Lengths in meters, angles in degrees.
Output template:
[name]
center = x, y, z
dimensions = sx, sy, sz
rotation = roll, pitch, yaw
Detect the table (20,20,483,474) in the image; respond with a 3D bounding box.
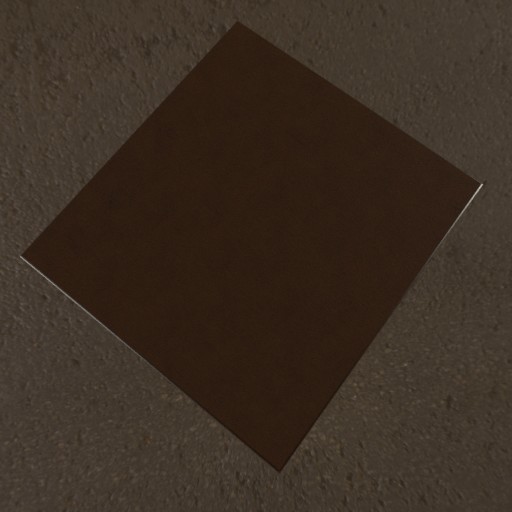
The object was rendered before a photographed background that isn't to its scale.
[table]
center = 0.000, 0.000, 1.043
dimensions = 0.560, 0.562, 0.602
rotation = 37, 79, 8
